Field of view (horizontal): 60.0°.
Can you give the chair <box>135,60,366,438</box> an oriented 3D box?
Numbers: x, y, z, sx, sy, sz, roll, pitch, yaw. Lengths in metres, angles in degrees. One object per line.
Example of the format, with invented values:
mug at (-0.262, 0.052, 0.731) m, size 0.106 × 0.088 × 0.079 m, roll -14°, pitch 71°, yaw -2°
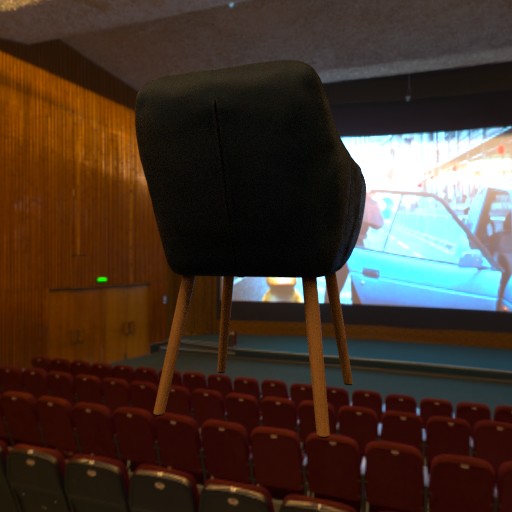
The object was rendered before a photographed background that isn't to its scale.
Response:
chair at (0.000, 0.000, 1.231) m, size 0.578 × 0.826 × 0.573 m, roll 0°, pitch 0°, yaw 19°
